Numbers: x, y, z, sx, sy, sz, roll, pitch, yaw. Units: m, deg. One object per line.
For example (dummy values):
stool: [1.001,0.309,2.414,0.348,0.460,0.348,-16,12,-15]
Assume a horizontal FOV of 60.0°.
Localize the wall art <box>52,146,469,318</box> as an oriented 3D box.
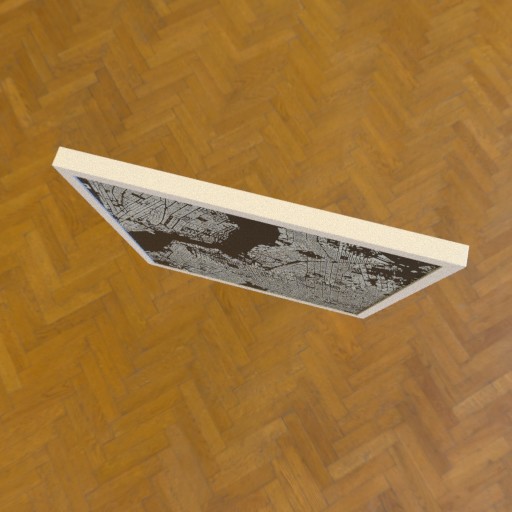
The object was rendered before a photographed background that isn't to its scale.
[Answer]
wall art: [0.000,0.000,1.161,0.761,0.762,0.050,14,76,4]
